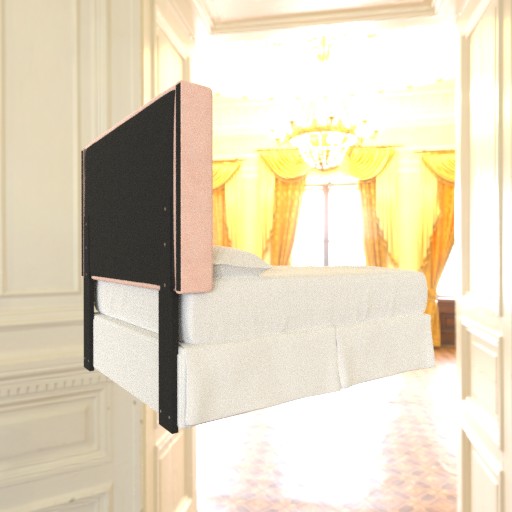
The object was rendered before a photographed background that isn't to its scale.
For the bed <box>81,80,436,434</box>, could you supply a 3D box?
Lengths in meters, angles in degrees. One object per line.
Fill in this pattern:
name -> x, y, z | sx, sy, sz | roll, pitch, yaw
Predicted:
bed -> 0.000, 0.000, 3.296 | 2.066, 1.665, 1.719 | 0, 0, -36
